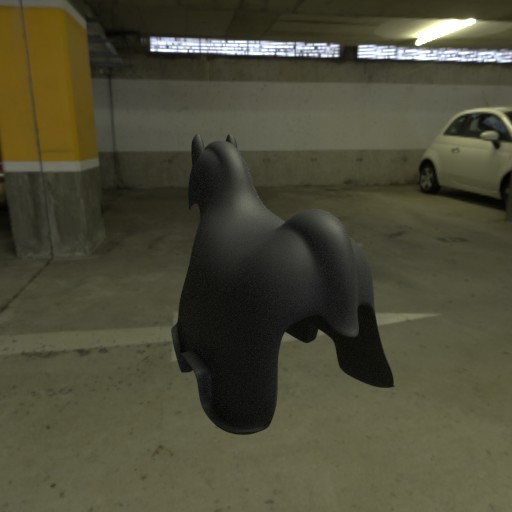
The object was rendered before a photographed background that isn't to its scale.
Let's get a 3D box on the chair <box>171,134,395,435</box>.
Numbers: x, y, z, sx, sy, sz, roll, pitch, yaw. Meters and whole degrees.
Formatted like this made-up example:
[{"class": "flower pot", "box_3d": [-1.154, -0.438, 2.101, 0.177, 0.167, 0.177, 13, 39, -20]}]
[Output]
[{"class": "chair", "box_3d": [0.000, 0.000, 1.149, 0.429, 0.612, 0.800, -8, 17, -26]}]
